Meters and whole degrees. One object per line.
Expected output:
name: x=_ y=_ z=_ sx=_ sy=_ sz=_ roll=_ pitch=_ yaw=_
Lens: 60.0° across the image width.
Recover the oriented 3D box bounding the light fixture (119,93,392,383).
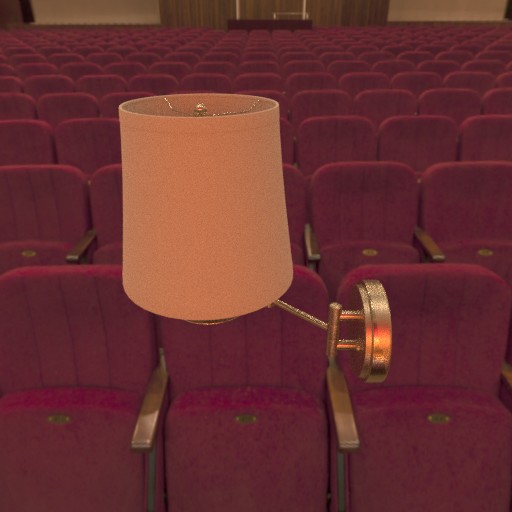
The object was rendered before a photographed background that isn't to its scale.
light fixture: x=0.000 y=0.000 z=0.581 sx=0.348 sy=0.381 sz=0.223 roll=0 pitch=27 yaw=1
